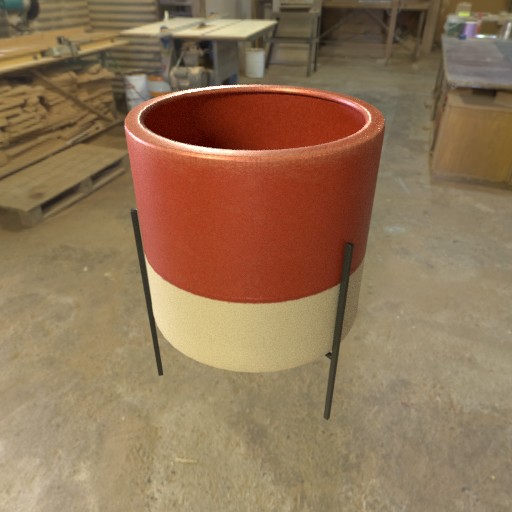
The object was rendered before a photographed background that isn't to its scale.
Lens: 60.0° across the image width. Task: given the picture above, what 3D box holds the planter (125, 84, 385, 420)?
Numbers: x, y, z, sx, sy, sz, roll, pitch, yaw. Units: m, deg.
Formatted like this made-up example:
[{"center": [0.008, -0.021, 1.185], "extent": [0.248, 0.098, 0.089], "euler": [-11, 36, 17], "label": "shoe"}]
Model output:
[{"center": [0.000, 0.000, 0.723], "extent": [0.345, 0.465, 0.354], "euler": [10, 34, 15], "label": "planter"}]
